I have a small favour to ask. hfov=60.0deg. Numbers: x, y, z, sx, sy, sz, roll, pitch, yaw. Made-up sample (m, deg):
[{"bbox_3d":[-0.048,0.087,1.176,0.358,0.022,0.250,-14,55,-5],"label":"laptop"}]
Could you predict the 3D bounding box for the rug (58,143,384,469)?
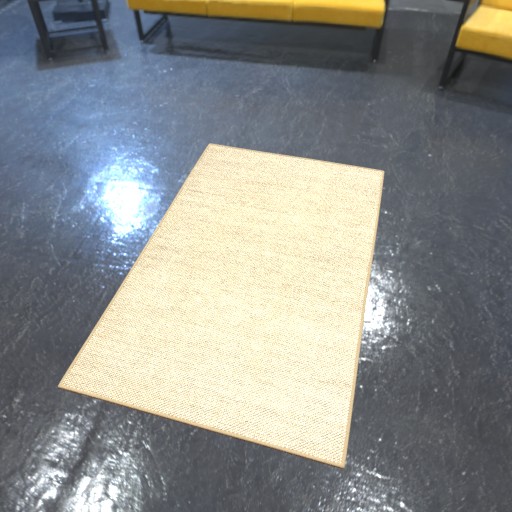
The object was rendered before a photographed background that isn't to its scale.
[{"bbox_3d":[0.000,0.000,2.080,1.062,0.013,1.667,12,48,11],"label":"rug"}]
